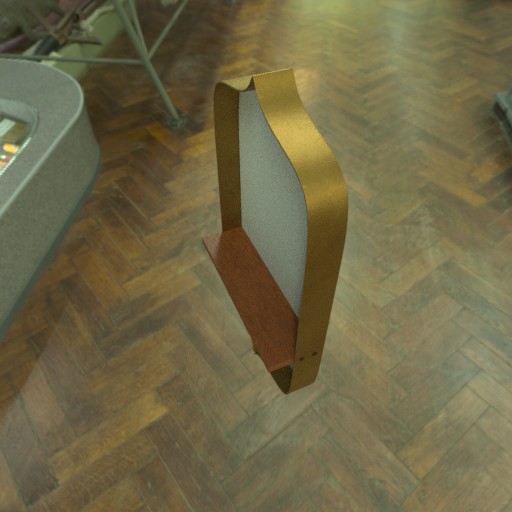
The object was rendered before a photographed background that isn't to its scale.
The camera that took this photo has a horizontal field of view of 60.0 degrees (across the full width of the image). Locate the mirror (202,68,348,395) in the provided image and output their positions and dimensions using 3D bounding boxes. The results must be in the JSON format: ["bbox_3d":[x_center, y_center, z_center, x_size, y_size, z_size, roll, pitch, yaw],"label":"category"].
[{"bbox_3d":[0.000,0.000,0.738,0.096,0.613,0.323,-18,49,-16],"label":"mirror"}]
